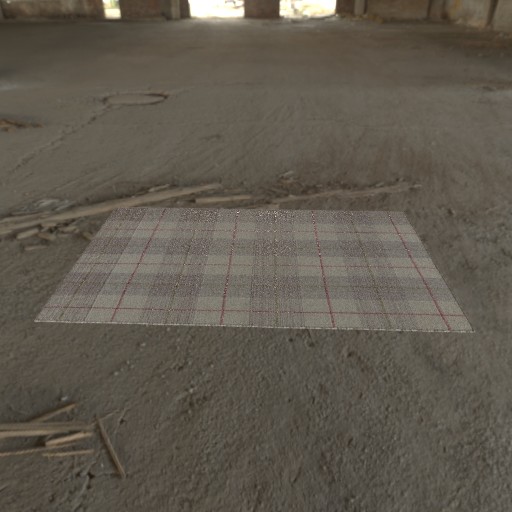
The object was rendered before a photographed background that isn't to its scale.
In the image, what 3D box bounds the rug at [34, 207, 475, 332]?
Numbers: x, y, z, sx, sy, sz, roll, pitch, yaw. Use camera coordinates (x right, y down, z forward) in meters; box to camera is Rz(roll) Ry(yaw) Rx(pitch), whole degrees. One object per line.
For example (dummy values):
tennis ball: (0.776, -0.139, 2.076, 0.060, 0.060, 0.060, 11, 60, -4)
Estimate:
rug: (0.000, 0.000, 3.120, 2.464, 0.010, 1.549, 1, 31, 2)
